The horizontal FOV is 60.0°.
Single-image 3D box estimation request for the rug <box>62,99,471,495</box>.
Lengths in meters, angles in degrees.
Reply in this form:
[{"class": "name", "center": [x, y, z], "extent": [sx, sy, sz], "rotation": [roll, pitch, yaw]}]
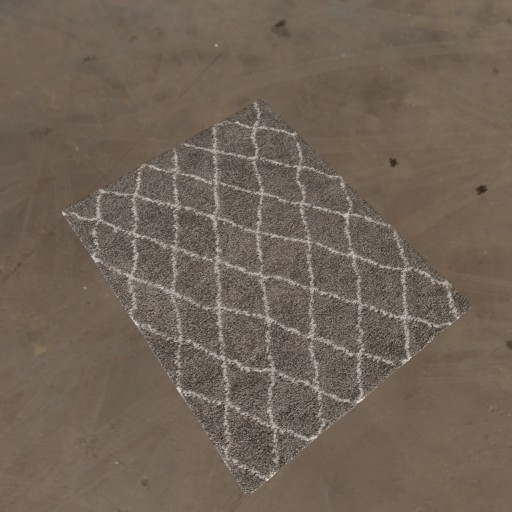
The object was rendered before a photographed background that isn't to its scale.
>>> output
[{"class": "rug", "center": [0.000, 0.000, 4.073], "extent": [2.438, 0.029, 3.047], "rotation": [-34, 69, -15]}]
